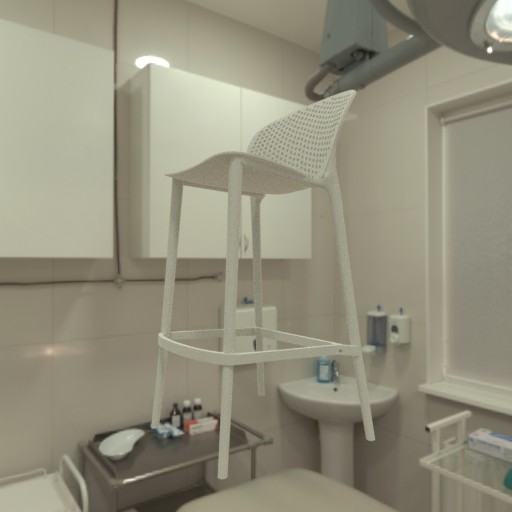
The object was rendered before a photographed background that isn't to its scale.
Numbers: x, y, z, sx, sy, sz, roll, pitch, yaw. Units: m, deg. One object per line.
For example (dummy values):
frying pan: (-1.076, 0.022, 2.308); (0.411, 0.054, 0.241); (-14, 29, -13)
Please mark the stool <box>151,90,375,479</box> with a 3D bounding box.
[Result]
stool: (0.000, 0.000, 1.338); (0.535, 1.045, 0.536); (0, -1, -36)
